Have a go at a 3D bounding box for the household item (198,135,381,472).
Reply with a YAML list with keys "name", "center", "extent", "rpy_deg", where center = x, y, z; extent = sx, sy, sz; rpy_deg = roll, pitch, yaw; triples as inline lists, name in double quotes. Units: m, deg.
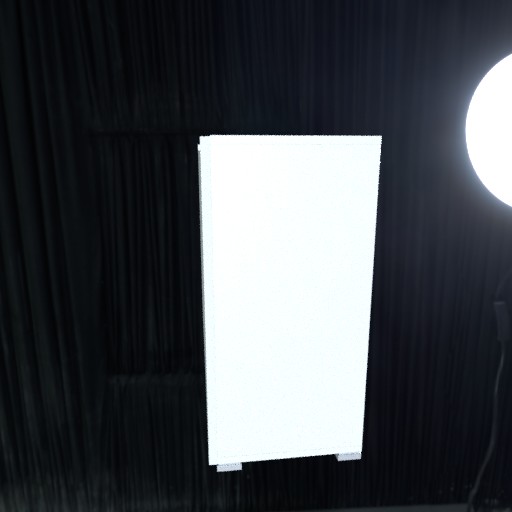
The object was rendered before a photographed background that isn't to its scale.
- name: "household item"
  center: [0.000, 0.000, 1.733]
  extent: [0.420, 0.867, 1.300]
  rpy_deg: [-2, 13, -7]
